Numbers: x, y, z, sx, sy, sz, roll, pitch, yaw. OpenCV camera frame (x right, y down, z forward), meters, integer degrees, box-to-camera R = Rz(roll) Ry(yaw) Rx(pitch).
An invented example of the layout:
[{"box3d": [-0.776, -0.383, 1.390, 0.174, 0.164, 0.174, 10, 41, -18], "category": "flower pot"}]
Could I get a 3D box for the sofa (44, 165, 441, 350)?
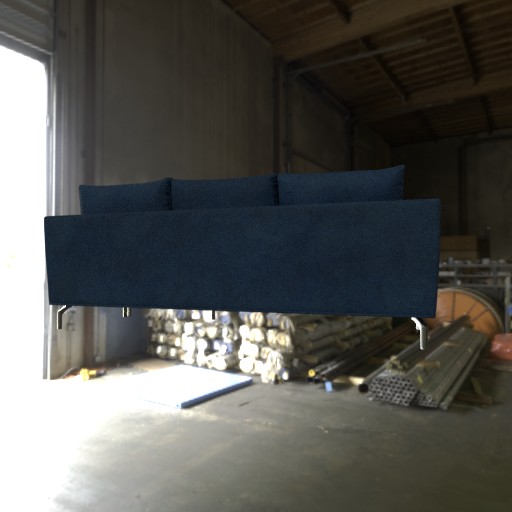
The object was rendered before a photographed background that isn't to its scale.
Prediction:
[{"box3d": [0.000, 0.000, 3.298, 2.438, 0.987, 1.622, 0, -1, 18], "category": "sofa"}]
